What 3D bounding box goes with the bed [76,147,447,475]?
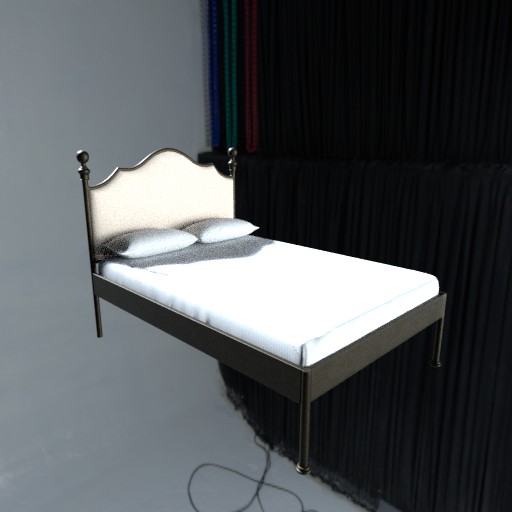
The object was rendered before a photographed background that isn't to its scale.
[{"bbox_3d":[0.000,0.000,3.139,1.533,1.462,2.170,-14,20,-43],"label":"bed"}]
